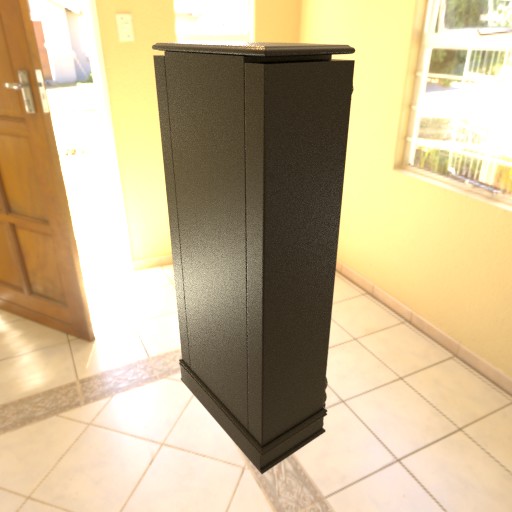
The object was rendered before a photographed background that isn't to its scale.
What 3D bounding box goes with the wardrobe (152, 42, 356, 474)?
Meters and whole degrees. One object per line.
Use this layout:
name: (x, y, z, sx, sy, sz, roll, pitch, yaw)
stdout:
wardrobe: (0.000, 0.000, 1.169, 0.295, 1.011, 0.444, -19, 32, -32)
